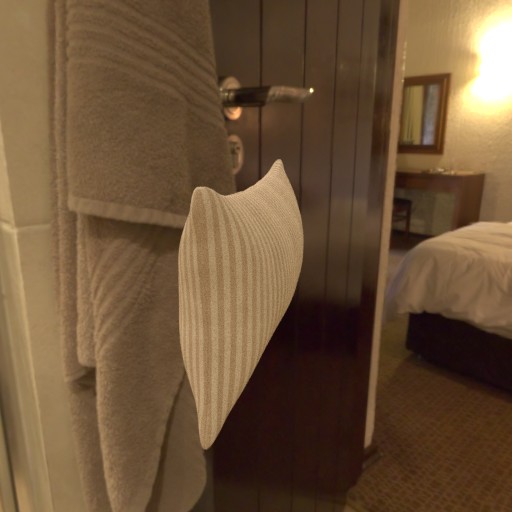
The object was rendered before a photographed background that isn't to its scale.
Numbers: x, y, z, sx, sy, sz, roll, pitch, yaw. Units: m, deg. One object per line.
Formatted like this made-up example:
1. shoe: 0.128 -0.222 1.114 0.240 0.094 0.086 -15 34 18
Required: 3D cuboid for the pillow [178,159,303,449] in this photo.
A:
1. pillow: 0.000 0.000 0.751 0.151 0.295 0.617 3 15 10
